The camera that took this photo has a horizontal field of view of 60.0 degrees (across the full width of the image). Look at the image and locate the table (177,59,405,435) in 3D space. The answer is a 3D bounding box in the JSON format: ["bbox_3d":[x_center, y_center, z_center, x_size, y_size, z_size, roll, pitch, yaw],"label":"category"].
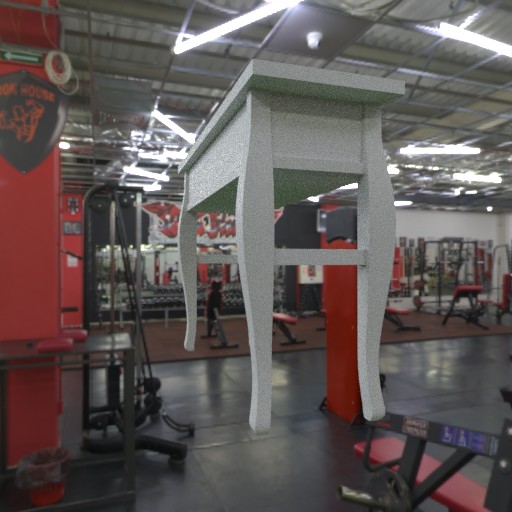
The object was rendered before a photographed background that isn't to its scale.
[{"bbox_3d":[0.000,0.000,1.433,0.373,0.768,1.062,0,-1,-18],"label":"table"}]
